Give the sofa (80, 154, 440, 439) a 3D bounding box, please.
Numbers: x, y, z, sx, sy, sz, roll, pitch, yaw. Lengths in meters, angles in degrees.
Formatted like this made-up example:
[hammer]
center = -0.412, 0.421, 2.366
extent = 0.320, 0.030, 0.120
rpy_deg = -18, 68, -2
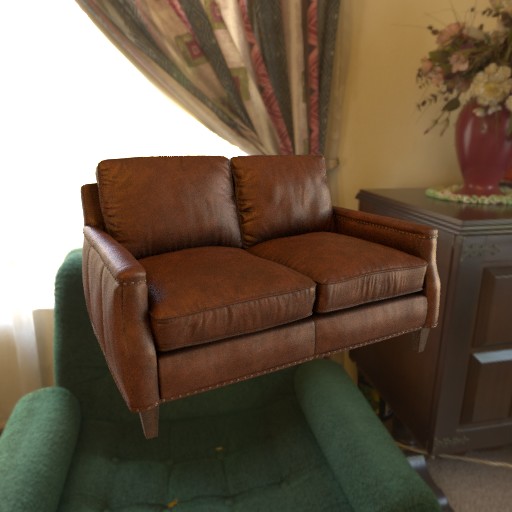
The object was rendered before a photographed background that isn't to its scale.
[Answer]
[sofa]
center = 0.000, 0.000, 2.290
extent = 1.628, 1.003, 1.083
rpy_deg = -8, 17, -28
